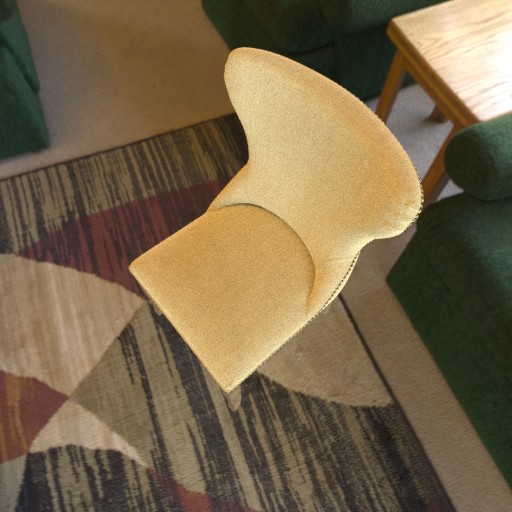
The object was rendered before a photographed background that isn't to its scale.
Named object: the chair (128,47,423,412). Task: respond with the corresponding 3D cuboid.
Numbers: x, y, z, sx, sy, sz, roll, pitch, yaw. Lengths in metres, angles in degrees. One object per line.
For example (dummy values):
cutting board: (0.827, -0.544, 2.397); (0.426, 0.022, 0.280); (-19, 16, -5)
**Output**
chair: (0.000, 0.000, 1.436); (0.681, 1.002, 0.654); (-37, 69, -17)
